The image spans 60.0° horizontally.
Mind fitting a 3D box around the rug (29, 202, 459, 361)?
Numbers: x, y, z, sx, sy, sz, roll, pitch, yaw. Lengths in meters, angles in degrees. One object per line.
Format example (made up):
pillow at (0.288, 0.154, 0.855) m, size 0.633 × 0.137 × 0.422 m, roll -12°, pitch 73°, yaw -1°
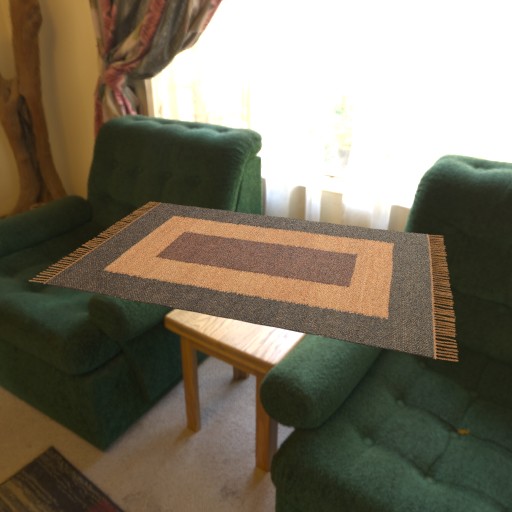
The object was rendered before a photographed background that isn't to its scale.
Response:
rug at (0.000, 0.000, 1.870) m, size 1.541 × 0.013 × 0.920 m, roll 8°, pitch 28°, yaw 16°
